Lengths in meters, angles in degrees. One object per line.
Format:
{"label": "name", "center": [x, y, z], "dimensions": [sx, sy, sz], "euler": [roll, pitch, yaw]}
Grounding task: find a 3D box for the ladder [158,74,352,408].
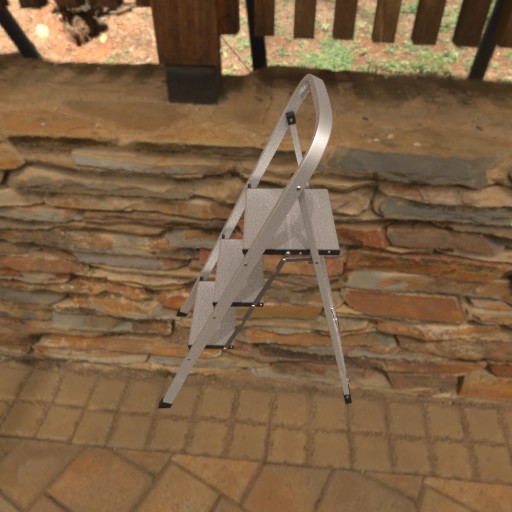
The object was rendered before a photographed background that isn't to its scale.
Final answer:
{"label": "ladder", "center": [0.000, 0.000, 1.427], "dimensions": [0.704, 1.070, 0.465], "euler": [0, 41, 1]}
